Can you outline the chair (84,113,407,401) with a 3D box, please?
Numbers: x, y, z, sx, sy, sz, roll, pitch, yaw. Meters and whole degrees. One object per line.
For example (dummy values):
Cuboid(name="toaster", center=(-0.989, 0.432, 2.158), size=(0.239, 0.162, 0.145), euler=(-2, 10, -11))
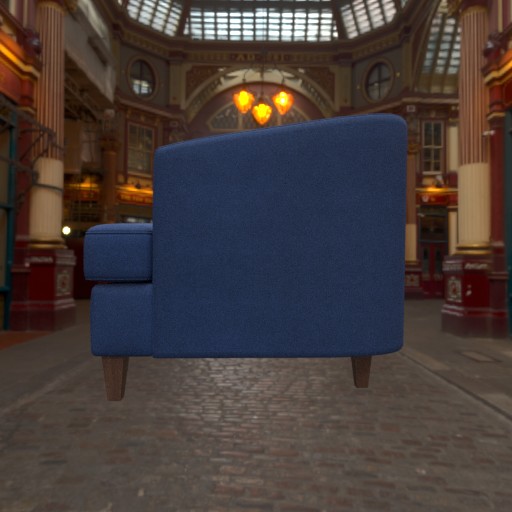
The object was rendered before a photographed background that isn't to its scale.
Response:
Cuboid(name="chair", center=(0.000, 0.000, 1.689), size=(0.914, 0.787, 1.118), euler=(0, -1, -1))
